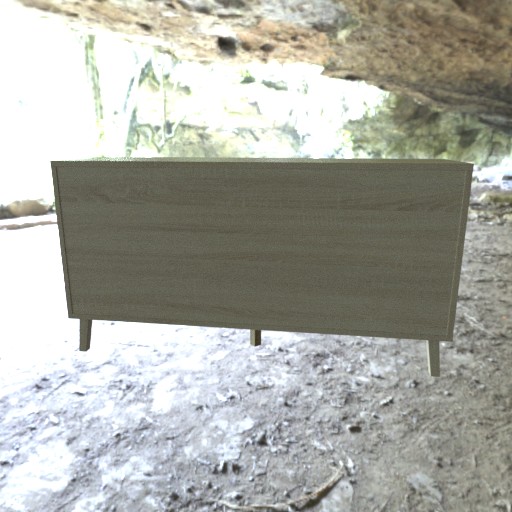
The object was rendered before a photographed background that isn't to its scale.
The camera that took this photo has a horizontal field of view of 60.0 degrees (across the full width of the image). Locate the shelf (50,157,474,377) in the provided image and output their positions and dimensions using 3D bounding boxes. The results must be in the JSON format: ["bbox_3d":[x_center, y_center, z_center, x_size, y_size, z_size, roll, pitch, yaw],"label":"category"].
[{"bbox_3d":[0.000,0.000,1.832,1.490,0.780,0.400,2,15,8],"label":"shelf"}]
